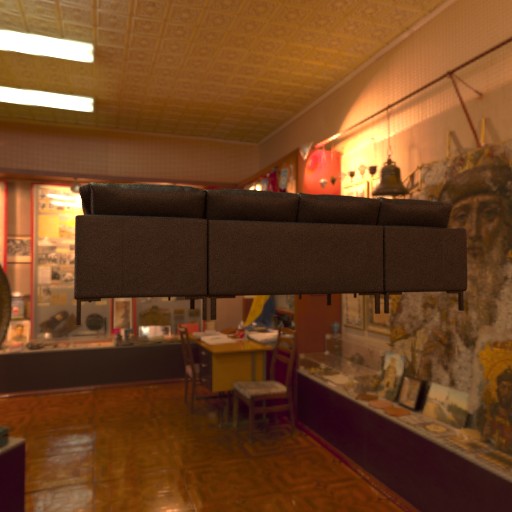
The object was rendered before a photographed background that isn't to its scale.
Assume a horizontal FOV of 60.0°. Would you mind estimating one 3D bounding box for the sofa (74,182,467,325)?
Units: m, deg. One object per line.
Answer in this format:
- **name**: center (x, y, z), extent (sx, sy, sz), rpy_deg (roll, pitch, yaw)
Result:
- **sofa**: center (0.000, 0.000, 4.004), extent (2.956, 0.900, 1.939), rpy_deg (1, -2, -18)
